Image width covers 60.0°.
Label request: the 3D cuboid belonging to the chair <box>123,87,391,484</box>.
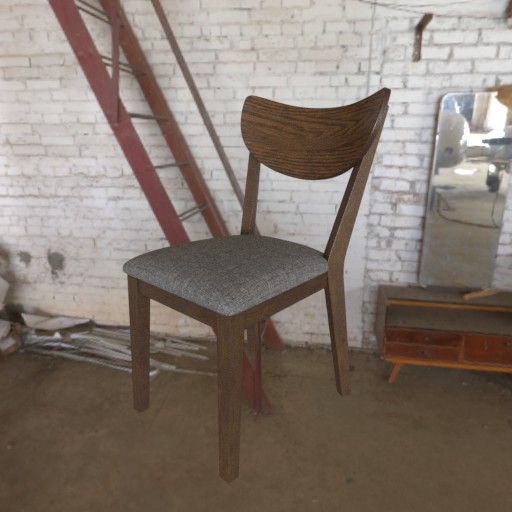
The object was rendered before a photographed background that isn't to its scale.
[{"bbox_3d":[0.000,0.000,1.191,0.491,0.849,0.583,15,22,42],"label":"chair"}]
